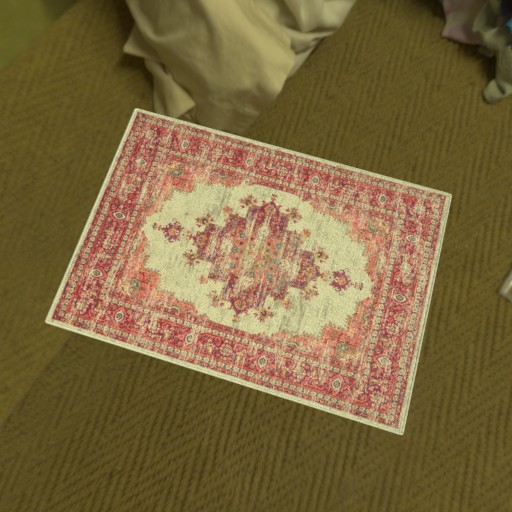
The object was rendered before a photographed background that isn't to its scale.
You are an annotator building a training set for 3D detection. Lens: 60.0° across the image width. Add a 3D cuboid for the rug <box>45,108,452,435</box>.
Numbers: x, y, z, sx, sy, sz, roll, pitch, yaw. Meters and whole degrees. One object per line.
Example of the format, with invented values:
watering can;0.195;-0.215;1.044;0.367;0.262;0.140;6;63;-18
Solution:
rug;0.000;0.000;2.205;1.747;0.011;1.217;16;76;4
